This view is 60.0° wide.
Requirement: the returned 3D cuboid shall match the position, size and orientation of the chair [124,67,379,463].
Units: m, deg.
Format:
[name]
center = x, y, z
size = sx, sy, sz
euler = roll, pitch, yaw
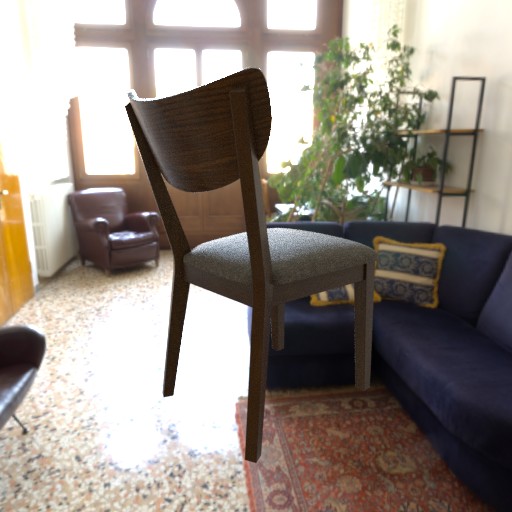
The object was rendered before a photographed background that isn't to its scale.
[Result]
[chair]
center = 0.000, 0.000, 1.193
size = 0.583, 0.849, 0.491
euler = -13, 19, -41
